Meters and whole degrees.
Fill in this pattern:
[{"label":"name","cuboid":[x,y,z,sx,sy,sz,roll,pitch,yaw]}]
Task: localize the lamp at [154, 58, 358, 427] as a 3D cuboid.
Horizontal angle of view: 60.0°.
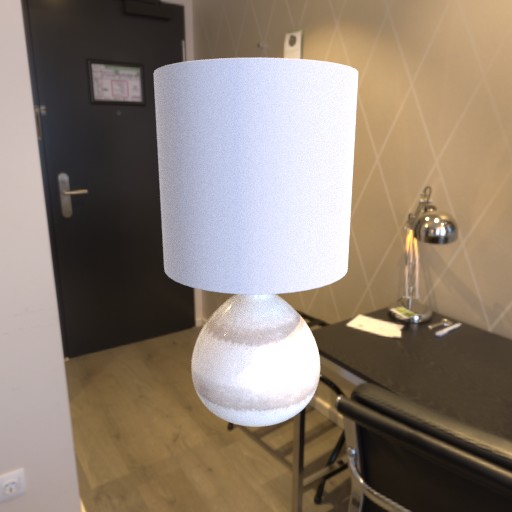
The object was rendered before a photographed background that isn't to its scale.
[{"label":"lamp","cuboid":[0.000,0.000,0.531,0.217,0.404,0.217,7,16,25]}]
